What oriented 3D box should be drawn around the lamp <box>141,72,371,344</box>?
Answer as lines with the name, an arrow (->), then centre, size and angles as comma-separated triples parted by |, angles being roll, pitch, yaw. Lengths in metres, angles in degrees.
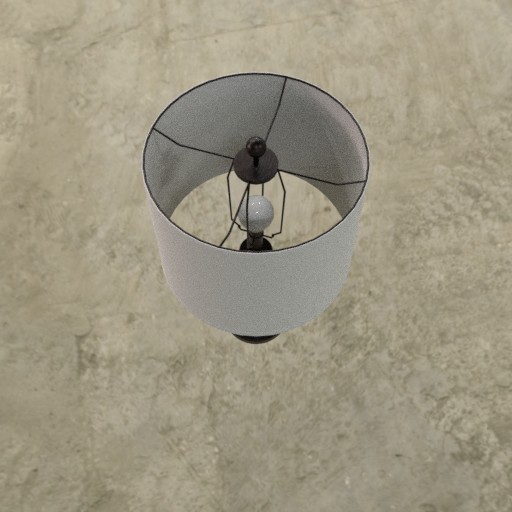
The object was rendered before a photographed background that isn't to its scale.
lamp -> 0.000, 0.000, 0.945 | 0.383, 0.726, 0.383 | 0, 63, 0
